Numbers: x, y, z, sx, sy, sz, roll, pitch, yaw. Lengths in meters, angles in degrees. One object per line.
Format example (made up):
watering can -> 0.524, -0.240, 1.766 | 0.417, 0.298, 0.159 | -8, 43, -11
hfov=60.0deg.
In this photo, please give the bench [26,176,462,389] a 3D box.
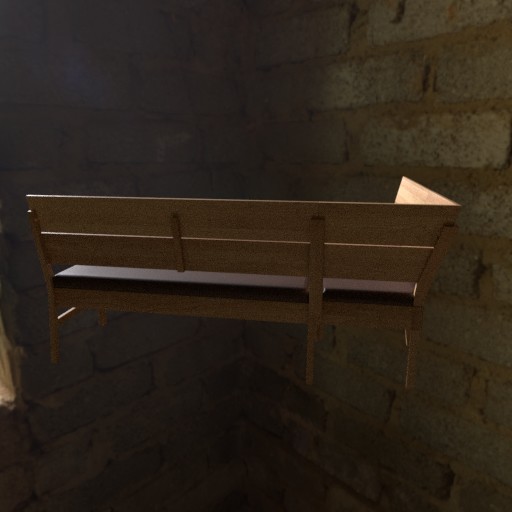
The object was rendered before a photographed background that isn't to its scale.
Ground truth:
bench -> 0.000, 0.000, 2.769 | 1.975, 0.890, 1.549 | 2, 15, 9
